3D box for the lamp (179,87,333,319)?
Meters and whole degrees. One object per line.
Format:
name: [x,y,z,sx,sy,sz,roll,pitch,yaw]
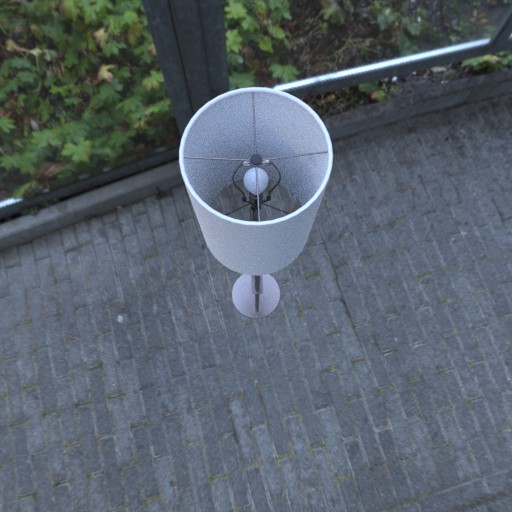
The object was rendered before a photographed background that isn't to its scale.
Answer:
lamp: [0.000,0.000,1.600,0.305,1.500,0.306,-2,74,-1]
